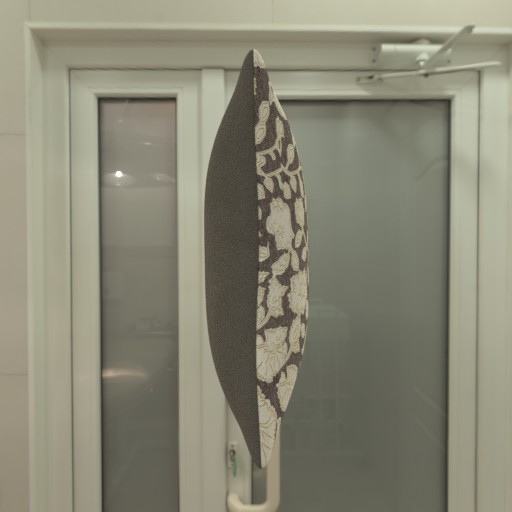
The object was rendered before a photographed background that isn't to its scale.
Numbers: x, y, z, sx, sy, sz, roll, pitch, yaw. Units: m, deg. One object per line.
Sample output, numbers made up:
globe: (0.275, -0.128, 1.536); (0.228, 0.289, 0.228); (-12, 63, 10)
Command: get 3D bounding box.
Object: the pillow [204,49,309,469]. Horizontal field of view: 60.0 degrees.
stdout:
pillow: (0.000, 0.000, 0.790); (0.166, 0.507, 0.526); (0, 1, 0)
